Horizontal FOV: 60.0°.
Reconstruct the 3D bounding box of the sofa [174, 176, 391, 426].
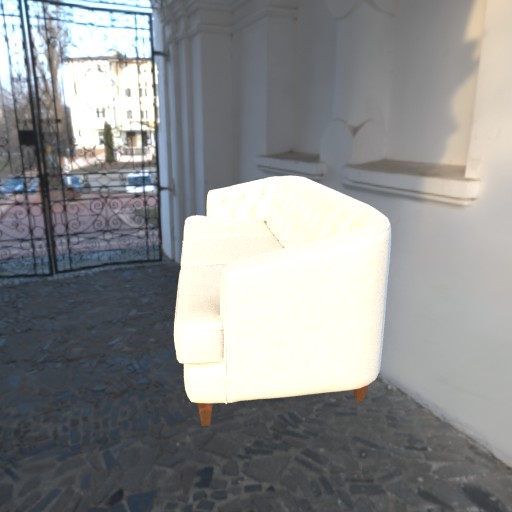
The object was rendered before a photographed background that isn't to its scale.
[{"bbox_3d":[0.000,0.000,2.808,0.941,0.855,2.278,-2,16,-7],"label":"sofa"}]
